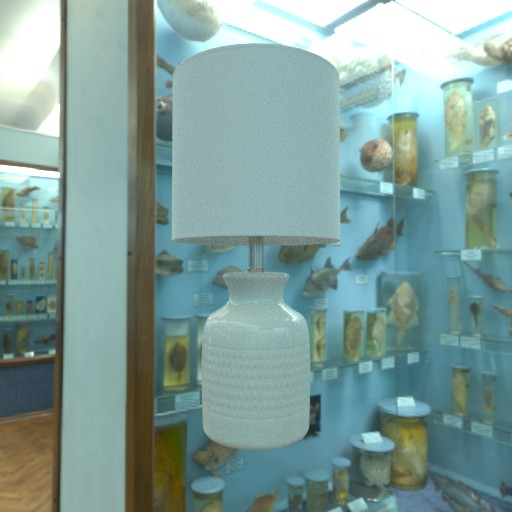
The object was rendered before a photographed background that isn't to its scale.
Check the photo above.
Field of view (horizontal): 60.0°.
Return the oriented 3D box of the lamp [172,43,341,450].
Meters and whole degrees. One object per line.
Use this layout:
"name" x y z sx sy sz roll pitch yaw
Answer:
"lamp" 0.000 0.000 0.501 0.188 0.392 0.188 1 -2 -35
